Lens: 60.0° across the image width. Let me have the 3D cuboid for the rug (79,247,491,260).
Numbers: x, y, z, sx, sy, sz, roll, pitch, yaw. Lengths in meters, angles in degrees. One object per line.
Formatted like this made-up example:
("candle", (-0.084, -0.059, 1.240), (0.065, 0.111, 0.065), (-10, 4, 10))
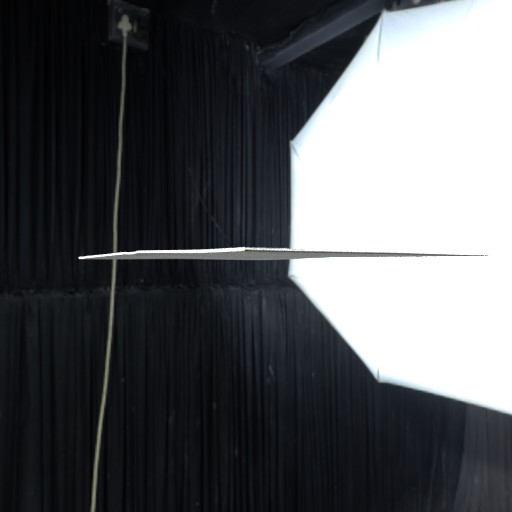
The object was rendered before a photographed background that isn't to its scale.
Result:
("rug", (0.000, 0.000, 4.952), (2.873, 0.053, 3.778), (1, -1, -36))
